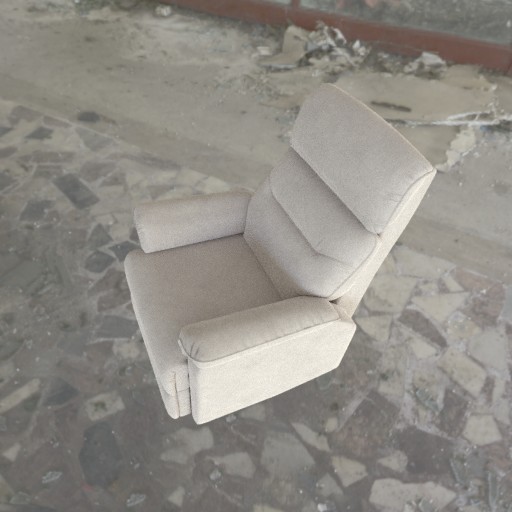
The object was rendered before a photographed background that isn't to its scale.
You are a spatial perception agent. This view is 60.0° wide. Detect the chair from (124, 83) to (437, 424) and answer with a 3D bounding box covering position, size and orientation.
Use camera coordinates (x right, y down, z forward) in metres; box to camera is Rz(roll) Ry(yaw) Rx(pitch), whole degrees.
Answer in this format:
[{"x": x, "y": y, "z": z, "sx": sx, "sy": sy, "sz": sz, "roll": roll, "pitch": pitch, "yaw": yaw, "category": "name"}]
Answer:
[{"x": 0.000, "y": 0.000, "z": 1.739, "sx": 1.001, "sy": 1.039, "sz": 0.820, "roll": -18, "pitch": 49, "yaw": -16, "category": "chair"}]
